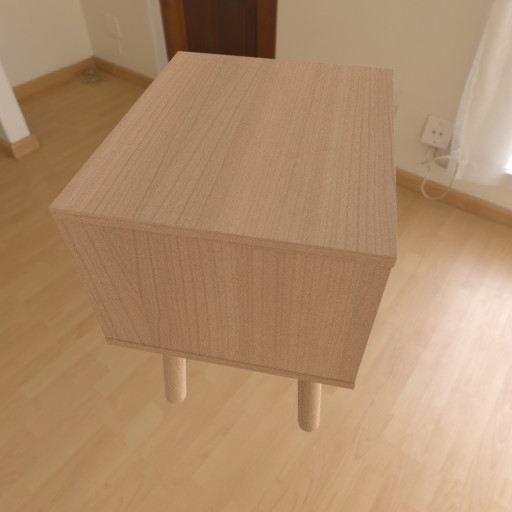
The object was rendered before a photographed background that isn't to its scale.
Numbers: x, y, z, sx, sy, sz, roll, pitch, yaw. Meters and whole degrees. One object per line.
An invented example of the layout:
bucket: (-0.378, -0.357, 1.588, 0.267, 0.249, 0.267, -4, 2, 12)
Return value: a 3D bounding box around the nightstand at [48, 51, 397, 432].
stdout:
nightstand: (0.000, 0.000, 0.811, 0.380, 0.530, 0.450, 8, 46, 8)
